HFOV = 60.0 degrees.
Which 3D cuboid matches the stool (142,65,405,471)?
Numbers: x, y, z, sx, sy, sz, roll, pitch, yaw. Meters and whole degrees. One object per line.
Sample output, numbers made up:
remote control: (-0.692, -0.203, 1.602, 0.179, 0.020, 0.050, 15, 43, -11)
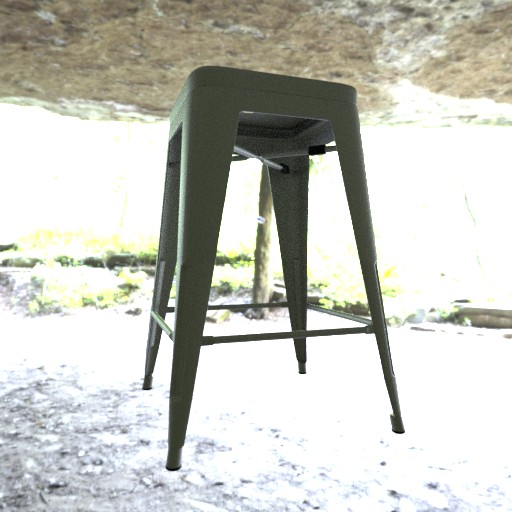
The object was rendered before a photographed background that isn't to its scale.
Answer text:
stool: (0.000, 0.000, 0.882, 0.410, 0.608, 0.410, 0, 1, -19)
